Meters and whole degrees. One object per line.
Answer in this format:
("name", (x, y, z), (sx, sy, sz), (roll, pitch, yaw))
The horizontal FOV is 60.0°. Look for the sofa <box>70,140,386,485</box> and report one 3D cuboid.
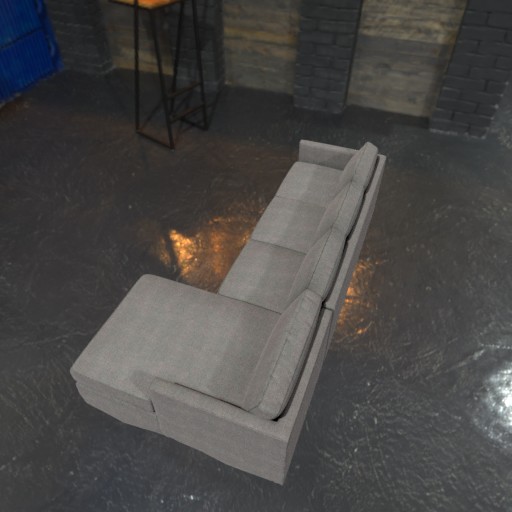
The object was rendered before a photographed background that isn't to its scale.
("sofa", (0.000, 0.000, 3.925), (1.650, 0.922, 3.205), (16, 47, 15))
